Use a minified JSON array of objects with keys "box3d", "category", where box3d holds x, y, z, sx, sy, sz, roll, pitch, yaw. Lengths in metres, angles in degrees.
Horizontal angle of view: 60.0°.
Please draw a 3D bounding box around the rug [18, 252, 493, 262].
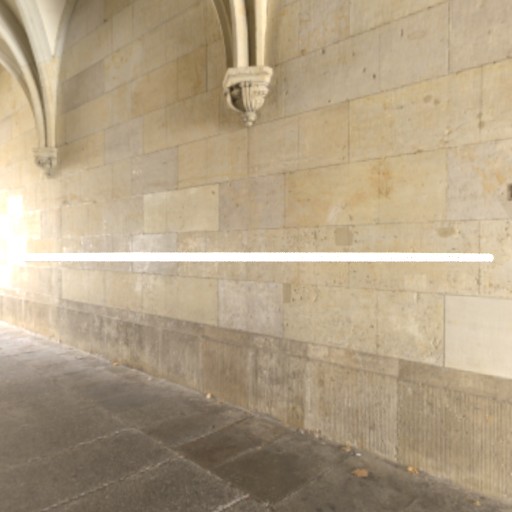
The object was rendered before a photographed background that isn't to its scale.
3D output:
[{"box3d":[0.000,0.000,2.255,1.778,0.030,1.219,0,1,1],"category":"rug"}]
